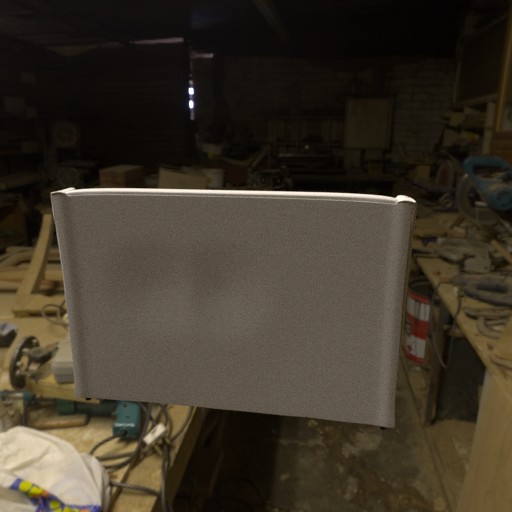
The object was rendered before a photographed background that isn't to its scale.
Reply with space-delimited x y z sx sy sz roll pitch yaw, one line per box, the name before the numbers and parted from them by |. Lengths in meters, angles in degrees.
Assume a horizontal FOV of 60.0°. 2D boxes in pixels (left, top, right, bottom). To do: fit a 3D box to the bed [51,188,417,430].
bed | 0.000 0.000 3.486 1.925 1.332 2.276 3 17 9
